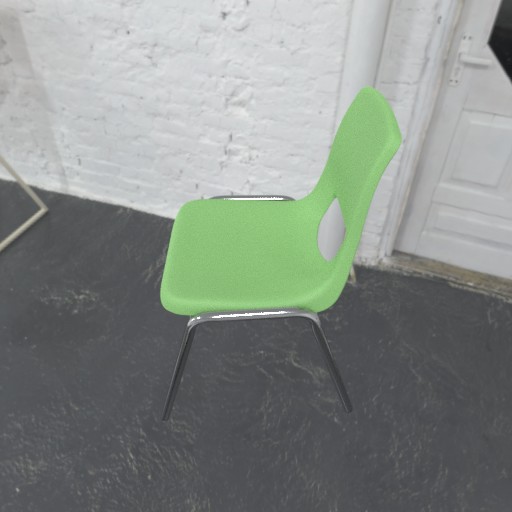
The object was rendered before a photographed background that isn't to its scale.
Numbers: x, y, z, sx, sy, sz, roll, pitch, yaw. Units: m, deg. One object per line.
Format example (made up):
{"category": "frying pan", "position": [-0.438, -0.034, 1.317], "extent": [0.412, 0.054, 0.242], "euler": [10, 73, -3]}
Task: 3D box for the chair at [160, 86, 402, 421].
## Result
{"category": "chair", "position": [0.000, 0.000, 0.924], "extent": [0.436, 0.653, 0.381], "euler": [-1, 41, -1]}
